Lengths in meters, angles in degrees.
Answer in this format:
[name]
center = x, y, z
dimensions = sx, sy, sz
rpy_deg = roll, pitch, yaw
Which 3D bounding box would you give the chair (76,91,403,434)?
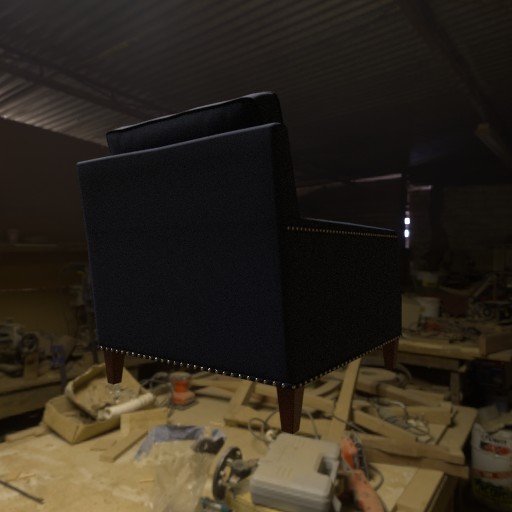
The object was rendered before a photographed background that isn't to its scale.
[chair]
center = 0.000, 0.000, 1.729
dimensions = 0.853, 0.943, 1.014
rpy_deg = 0, 1, 36
